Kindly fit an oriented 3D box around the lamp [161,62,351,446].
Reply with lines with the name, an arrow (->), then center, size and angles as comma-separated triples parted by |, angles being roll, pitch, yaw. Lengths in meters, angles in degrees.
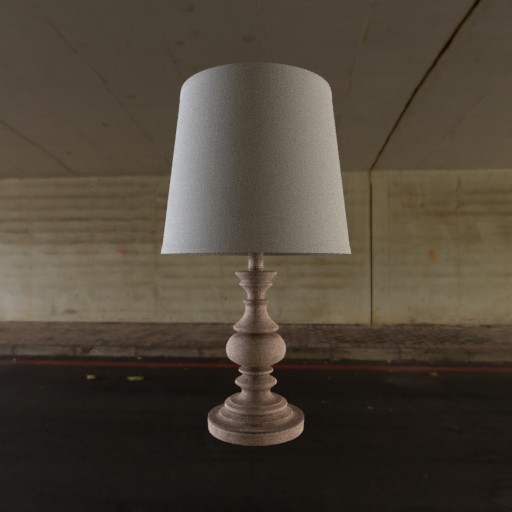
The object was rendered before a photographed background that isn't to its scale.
lamp -> 0.000, 0.000, 0.650 | 0.273, 0.497, 0.273 | 0, -1, 0
